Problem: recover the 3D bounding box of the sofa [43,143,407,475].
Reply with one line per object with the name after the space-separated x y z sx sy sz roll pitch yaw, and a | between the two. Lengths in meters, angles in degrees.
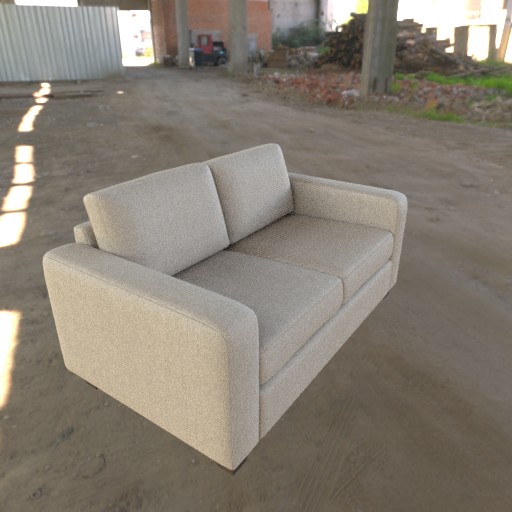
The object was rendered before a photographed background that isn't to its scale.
0.000 0.000 2.029 0.900 0.800 1.540 17 30 31 | sofa
